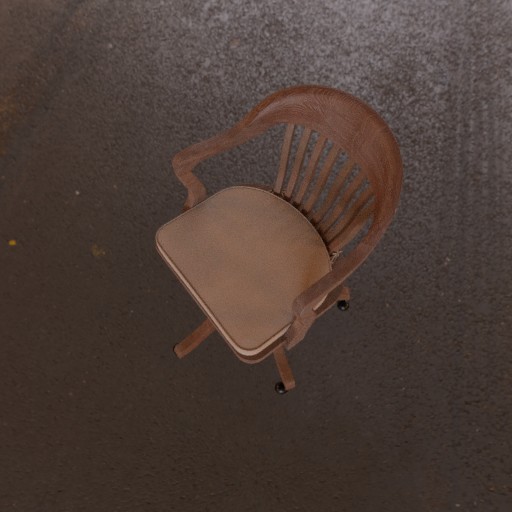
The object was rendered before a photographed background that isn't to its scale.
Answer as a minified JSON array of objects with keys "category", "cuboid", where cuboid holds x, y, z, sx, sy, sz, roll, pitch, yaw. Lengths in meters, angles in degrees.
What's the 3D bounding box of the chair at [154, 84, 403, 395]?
[{"category":"chair","cuboid":[0.000,0.000,1.493,0.788,0.878,0.750,-35,68,-16]}]
